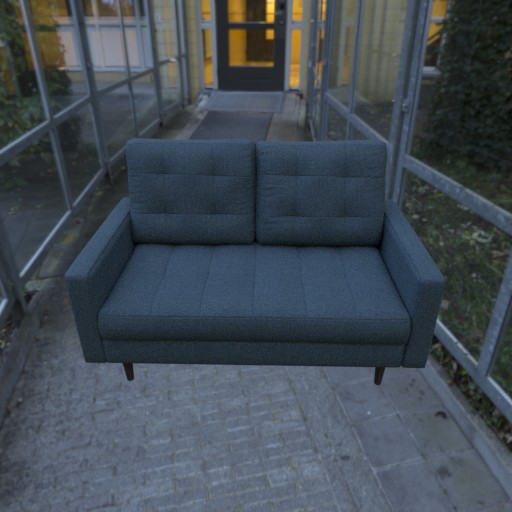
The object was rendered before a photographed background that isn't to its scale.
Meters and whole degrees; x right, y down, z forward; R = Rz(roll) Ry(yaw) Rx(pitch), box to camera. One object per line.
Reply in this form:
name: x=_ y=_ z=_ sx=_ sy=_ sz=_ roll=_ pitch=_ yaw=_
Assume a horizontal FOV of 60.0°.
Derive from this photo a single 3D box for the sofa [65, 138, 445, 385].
sofa: x=0.000 y=0.000 z=2.000 sx=1.407 sy=0.907 sz=0.842 roll=1 pitch=29 yaw=1
